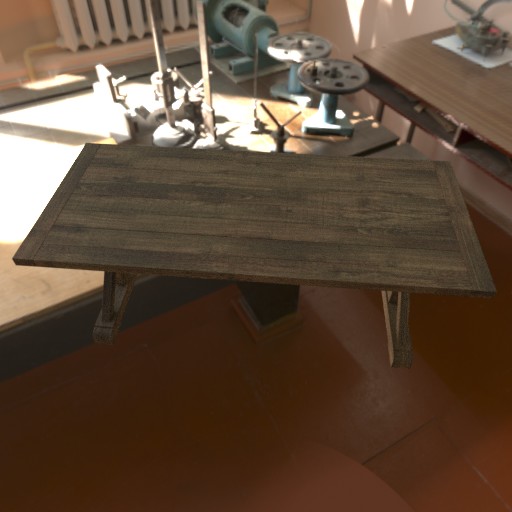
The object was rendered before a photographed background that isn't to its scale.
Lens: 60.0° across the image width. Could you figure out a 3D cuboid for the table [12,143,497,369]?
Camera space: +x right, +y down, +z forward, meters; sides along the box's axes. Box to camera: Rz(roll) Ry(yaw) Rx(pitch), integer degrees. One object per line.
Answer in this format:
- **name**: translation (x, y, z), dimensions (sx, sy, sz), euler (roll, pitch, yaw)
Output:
- **table**: translation (0.000, 0.000, 2.422), dimensions (2.031, 0.733, 0.907), euler (4, 47, 4)
